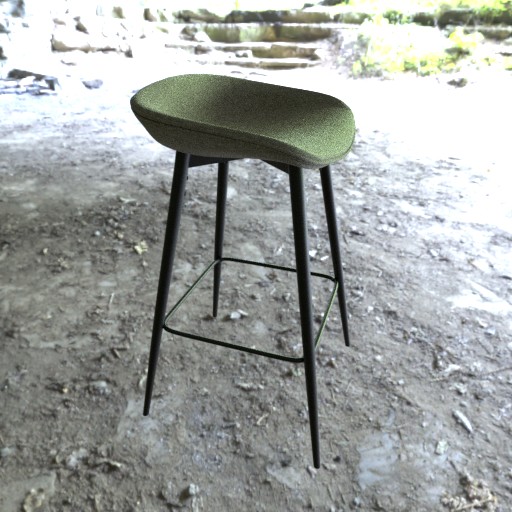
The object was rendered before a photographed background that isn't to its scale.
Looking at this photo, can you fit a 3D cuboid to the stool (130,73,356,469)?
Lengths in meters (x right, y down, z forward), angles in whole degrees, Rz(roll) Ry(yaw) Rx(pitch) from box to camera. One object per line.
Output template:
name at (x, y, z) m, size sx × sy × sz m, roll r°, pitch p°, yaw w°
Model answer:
stool at (0.000, 0.000, 1.101) m, size 0.480 × 0.814 × 0.469 m, roll 10°, pitch 31°, yaw 17°
